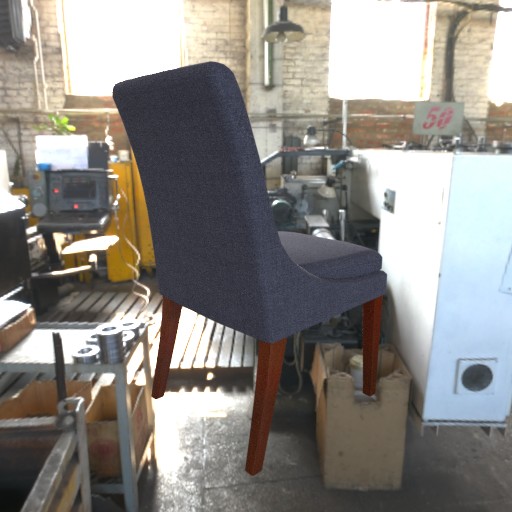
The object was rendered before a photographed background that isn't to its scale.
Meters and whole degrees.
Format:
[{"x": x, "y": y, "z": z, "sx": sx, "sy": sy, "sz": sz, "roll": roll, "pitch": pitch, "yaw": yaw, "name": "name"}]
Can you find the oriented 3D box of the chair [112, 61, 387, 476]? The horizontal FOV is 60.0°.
[{"x": 0.000, "y": 0.000, "z": 1.310, "sx": 0.655, "sy": 0.952, "sz": 0.508, "roll": -13, "pitch": 19, "yaw": -41, "name": "chair"}]
